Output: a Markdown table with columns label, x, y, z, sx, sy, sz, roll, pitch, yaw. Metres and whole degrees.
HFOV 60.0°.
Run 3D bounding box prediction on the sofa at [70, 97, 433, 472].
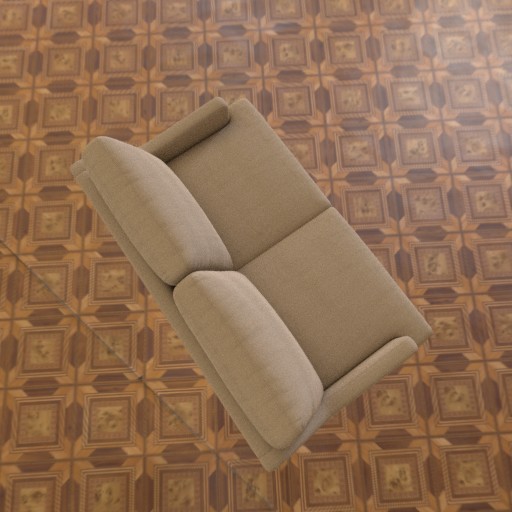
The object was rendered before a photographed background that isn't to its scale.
| label | x | y | z | sx | sy | sz | roll | pitch | yaw |
| --- | --- | --- | --- | --- | --- | --- | --- | --- | --- |
| sofa | 0.000 | 0.000 | 2.182 | 1.004 | 0.910 | 1.619 | -34 | 78 | -9 |
